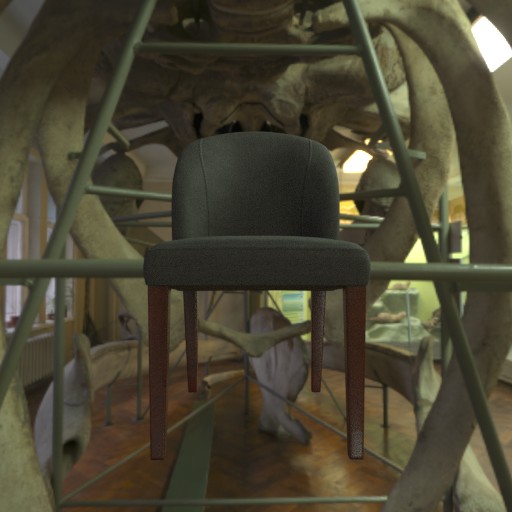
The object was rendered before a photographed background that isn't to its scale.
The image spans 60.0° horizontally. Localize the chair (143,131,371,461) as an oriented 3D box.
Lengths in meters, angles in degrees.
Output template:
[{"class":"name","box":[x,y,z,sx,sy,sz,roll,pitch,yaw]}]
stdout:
[{"class":"chair","box":[0.000,0.000,1.225,0.506,0.879,0.619,0,-2,0]}]
